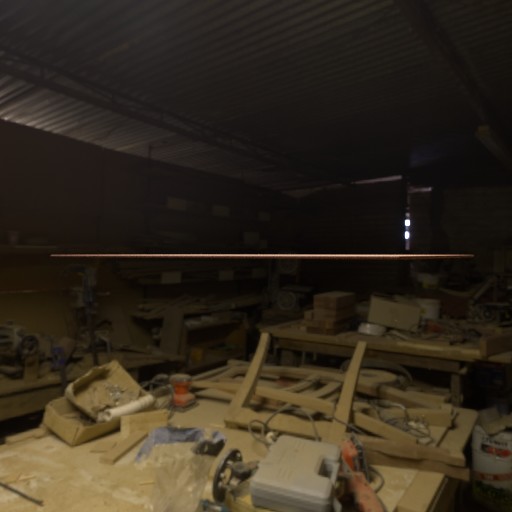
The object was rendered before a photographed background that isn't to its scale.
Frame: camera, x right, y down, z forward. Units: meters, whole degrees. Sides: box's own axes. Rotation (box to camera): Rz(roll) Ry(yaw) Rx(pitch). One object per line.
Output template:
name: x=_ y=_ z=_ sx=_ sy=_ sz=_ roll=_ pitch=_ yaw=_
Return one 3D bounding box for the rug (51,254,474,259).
rug: x=0.000 y=0.000 z=3.004 sx=2.438 sy=0.014 sz=1.524 roll=0 pitch=0 yaw=36
